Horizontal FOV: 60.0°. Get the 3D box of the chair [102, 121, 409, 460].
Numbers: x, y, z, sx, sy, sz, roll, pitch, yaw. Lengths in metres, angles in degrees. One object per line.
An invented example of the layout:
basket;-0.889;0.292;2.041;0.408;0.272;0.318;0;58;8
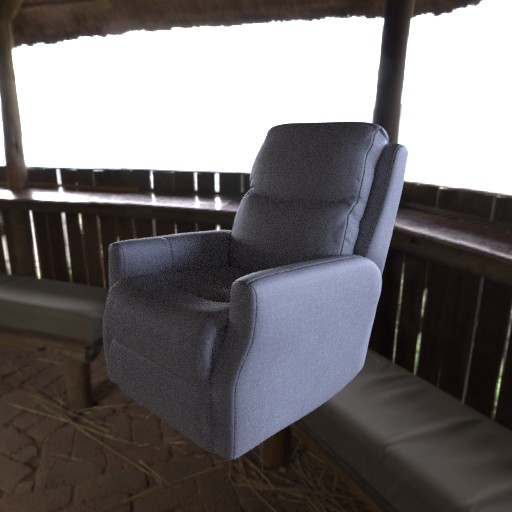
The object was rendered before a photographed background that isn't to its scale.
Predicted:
chair;0.000;0.000;1.749;0.829;1.030;1.080;13;20;41
